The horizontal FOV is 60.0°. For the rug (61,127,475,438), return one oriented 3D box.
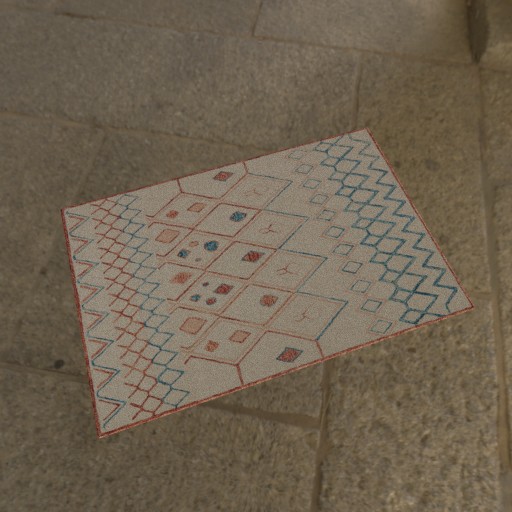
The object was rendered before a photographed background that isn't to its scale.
[{"bbox_3d":[0.000,0.000,2.277,1.829,0.016,1.219,-17,64,-8],"label":"rug"}]
